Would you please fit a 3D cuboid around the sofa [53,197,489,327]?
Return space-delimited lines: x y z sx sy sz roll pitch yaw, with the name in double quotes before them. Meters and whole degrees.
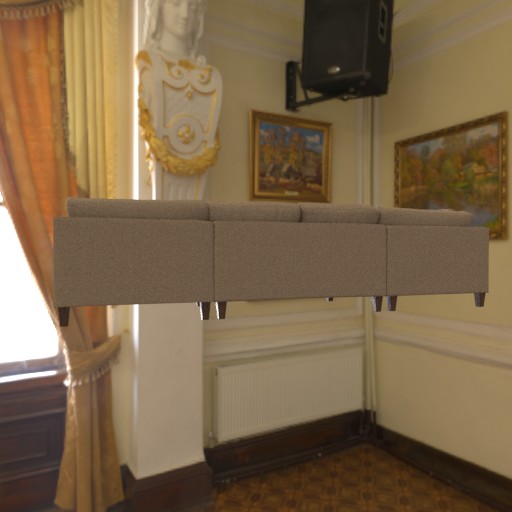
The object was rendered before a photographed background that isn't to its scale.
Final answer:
"sofa" 0.000 0.000 4.412 3.438 0.865 2.424 0 0 -18
